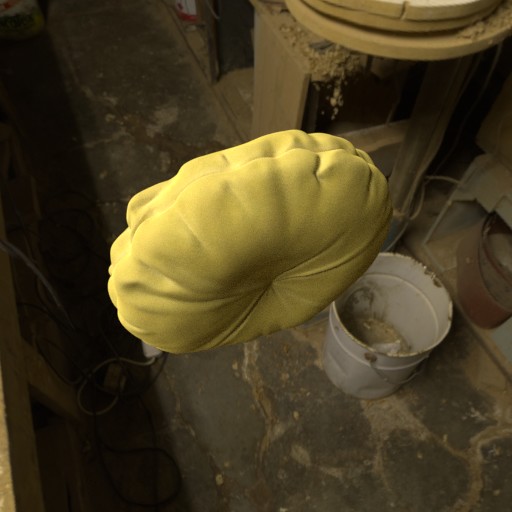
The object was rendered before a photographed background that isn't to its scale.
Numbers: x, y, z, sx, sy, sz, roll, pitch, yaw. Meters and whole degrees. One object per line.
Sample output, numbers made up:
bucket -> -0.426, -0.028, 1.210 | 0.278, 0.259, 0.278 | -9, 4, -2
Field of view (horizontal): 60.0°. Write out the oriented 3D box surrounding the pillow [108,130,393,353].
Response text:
pillow -> 0.000, 0.000, 0.647 | 0.428, 0.407, 0.148 | -18, 58, -12
